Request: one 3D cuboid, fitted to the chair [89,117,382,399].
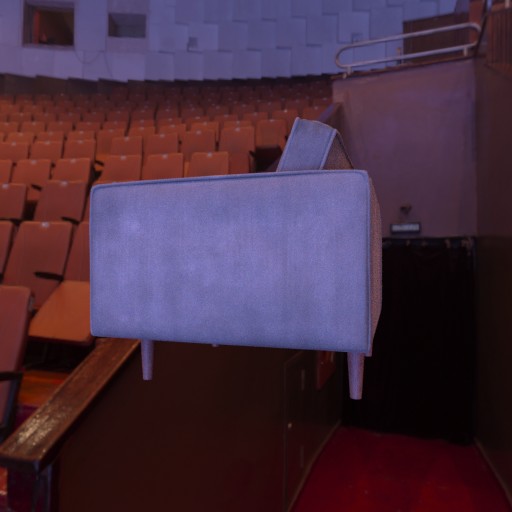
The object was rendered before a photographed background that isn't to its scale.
[{"bbox_3d":[0.000,0.000,1.579,0.843,0.773,0.928,0,-1,17],"label":"chair"}]
